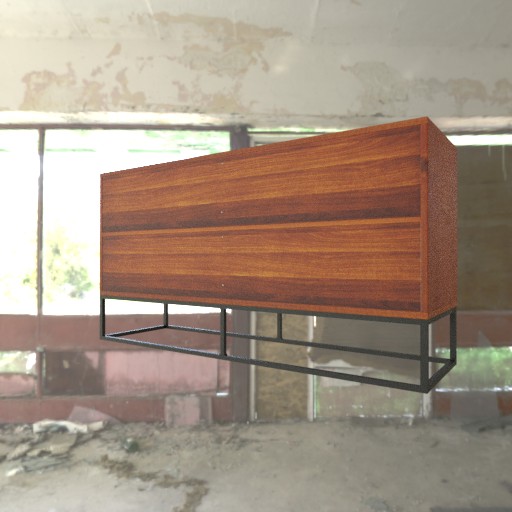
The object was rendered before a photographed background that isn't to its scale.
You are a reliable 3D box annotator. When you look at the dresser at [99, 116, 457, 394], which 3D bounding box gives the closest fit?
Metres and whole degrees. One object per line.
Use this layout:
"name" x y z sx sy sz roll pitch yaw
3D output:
"dresser" 0.000 0.000 1.918 1.536 0.810 0.464 0 0 35
